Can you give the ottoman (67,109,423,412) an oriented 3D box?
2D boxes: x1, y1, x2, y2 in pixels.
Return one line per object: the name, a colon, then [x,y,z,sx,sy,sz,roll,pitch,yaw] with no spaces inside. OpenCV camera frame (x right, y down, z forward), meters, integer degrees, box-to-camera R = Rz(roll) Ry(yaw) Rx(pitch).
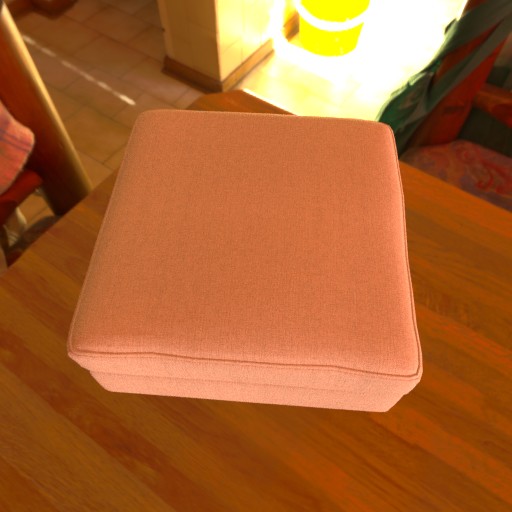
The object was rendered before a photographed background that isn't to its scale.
ottoman: [0.000,0.000,1.368,0.838,0.503,0.838,4,58,2]
